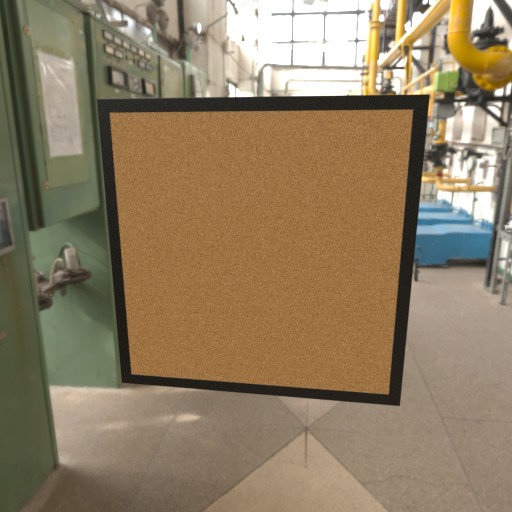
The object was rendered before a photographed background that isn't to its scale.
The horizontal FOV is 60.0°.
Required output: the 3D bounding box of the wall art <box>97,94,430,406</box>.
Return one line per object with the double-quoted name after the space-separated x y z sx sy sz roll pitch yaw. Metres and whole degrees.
0.000 0.000 0.752 0.508 0.508 0.036 2 15 8 "wall art"
